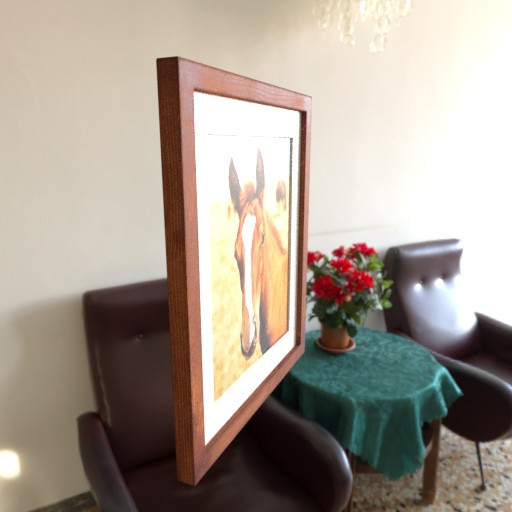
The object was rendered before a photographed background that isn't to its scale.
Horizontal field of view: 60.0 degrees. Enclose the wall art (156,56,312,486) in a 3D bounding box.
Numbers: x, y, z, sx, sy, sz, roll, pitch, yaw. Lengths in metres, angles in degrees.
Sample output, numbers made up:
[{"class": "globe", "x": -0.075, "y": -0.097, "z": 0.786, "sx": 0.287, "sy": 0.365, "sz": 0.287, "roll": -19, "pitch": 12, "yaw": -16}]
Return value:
[{"class": "wall art", "x": 0.000, "y": 0.000, "z": 0.760, "sx": 0.030, "sy": 0.558, "sz": 0.462, "roll": 7, "pitch": 15, "yaw": 25}]
